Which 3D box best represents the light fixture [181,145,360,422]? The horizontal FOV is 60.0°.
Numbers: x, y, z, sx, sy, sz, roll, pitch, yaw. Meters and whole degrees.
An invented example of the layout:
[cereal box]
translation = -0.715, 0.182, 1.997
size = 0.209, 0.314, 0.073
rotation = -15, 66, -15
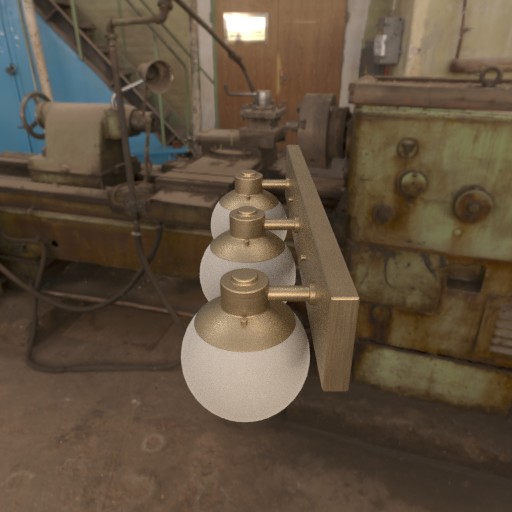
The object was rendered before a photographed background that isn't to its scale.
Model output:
[light fixture]
translation = 0.000, 0.000, 0.849
size = 0.218, 0.263, 0.721
rotation = 0, 27, 0
